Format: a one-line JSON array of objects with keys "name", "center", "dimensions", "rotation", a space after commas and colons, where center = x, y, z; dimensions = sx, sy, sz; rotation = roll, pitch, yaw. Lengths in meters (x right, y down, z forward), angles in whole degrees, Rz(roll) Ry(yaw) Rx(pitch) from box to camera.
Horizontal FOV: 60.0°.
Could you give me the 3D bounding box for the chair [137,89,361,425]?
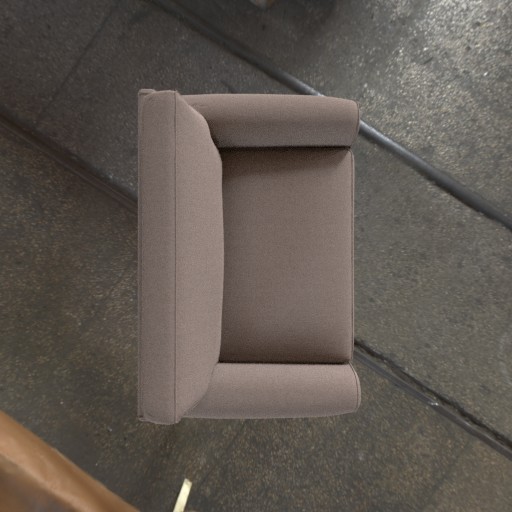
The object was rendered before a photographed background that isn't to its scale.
[{"name": "chair", "center": [0.000, 0.000, 2.020], "dimensions": [0.930, 0.930, 1.390], "rotation": [0, 90, 0]}]
